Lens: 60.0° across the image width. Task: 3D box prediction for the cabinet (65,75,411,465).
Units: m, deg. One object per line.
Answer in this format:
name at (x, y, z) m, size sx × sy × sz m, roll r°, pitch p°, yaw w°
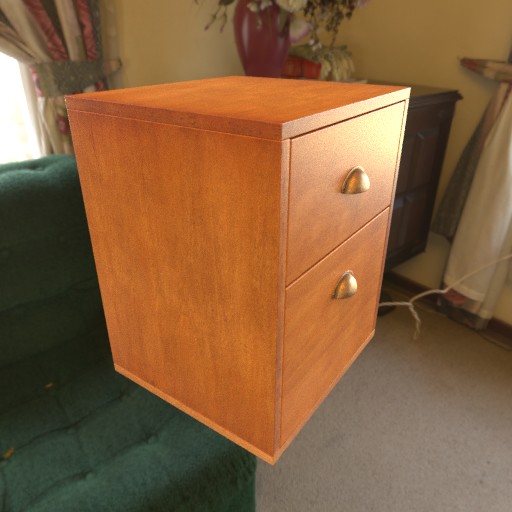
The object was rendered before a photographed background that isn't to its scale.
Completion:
cabinet at (0.000, 0.000, 0.827) m, size 0.401 × 0.579 × 0.409 m, roll 18°, pitch 32°, yaw 31°
